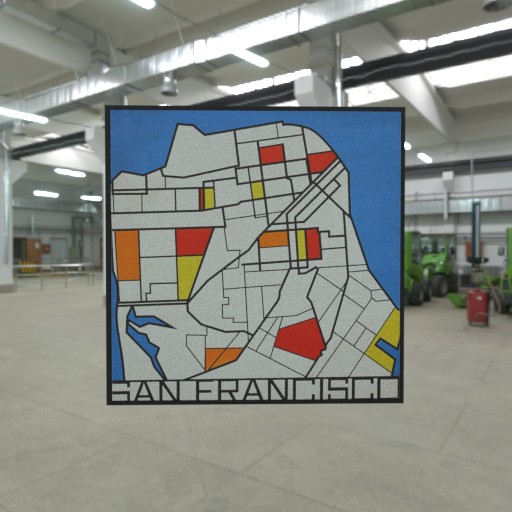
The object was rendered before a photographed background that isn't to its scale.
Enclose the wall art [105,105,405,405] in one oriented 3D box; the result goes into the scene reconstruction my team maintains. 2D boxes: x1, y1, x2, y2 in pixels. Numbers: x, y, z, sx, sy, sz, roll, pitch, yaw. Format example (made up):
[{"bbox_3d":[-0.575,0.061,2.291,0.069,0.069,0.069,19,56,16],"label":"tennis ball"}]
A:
[{"bbox_3d":[0.000,0.000,0.684,0.458,0.457,0.013,0,1,-1],"label":"wall art"}]
